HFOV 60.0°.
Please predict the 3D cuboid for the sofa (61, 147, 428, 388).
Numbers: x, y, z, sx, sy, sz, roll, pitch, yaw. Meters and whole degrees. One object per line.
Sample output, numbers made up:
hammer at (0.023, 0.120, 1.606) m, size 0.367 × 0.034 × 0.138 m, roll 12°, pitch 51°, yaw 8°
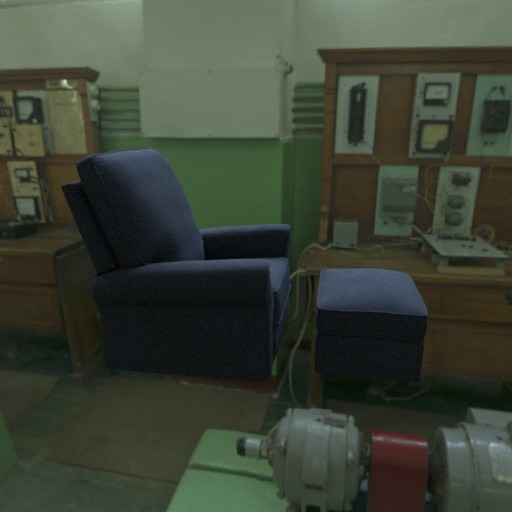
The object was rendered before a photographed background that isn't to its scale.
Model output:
sofa at (0.000, 0.000, 2.065) m, size 1.478 × 0.959 × 0.880 m, roll 3°, pitch 16°, yaw 10°
